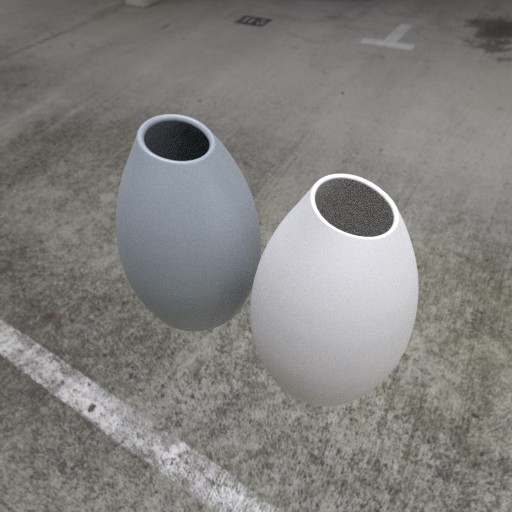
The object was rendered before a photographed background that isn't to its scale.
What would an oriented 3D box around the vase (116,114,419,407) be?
[{"bbox_3d":[0.000,0.000,0.254,0.187,0.131,0.089,25,52,21],"label":"vase"}]
